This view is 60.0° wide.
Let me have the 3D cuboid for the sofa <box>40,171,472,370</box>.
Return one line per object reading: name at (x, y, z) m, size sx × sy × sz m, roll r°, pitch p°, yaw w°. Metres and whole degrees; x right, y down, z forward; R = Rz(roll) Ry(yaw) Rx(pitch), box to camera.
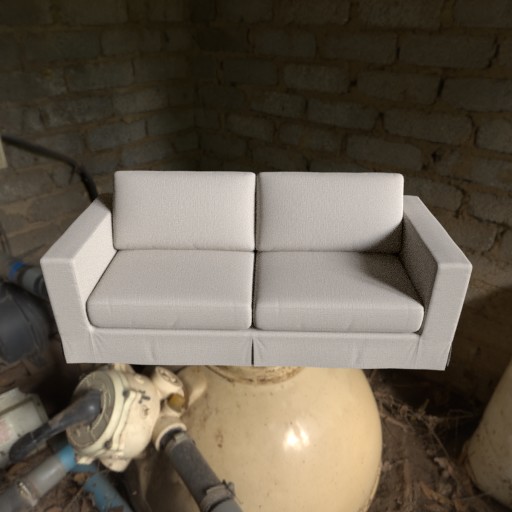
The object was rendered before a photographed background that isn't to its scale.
sofa at (0.000, 0.000, 2.671) m, size 2.163 × 0.881 × 0.954 m, roll 1°, pitch 29°, yaw 1°
